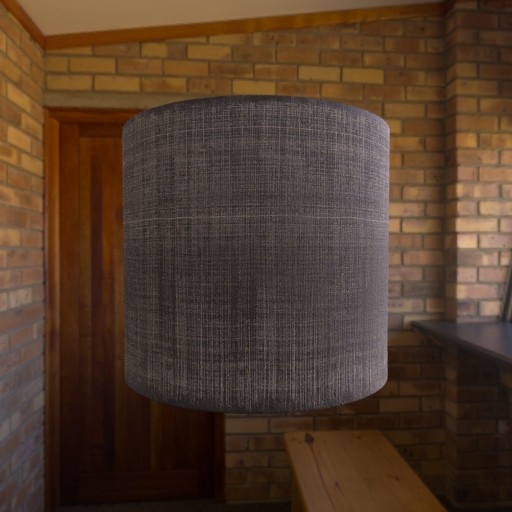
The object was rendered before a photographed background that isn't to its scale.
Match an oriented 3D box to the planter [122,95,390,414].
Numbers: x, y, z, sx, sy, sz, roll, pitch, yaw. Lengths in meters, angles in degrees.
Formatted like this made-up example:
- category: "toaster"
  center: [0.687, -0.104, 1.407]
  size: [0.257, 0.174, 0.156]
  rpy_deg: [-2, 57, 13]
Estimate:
- category: "planter"
  center: [0.000, 0.000, 0.384]
  size: [0.221, 0.201, 0.221]
  rpy_deg: [0, 0, 0]
